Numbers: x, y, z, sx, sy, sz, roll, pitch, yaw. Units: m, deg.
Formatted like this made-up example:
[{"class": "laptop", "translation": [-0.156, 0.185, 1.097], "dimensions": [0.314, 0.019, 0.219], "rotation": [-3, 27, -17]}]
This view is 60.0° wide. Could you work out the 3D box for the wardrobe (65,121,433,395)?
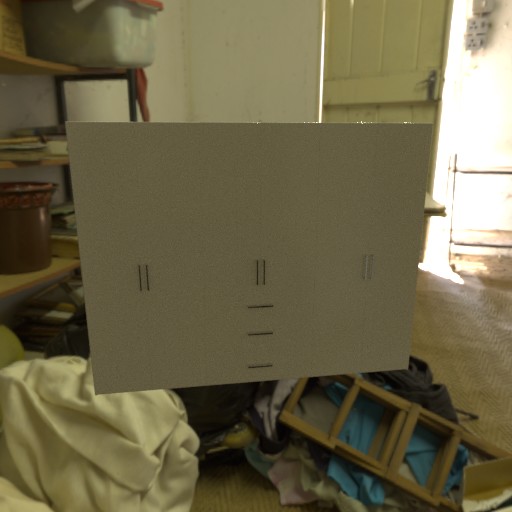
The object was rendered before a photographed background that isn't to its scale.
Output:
[{"class": "wardrobe", "translation": [0.000, 0.000, 4.107], "dimensions": [3.000, 2.360, 0.580], "rotation": [-2, 16, -8]}]
